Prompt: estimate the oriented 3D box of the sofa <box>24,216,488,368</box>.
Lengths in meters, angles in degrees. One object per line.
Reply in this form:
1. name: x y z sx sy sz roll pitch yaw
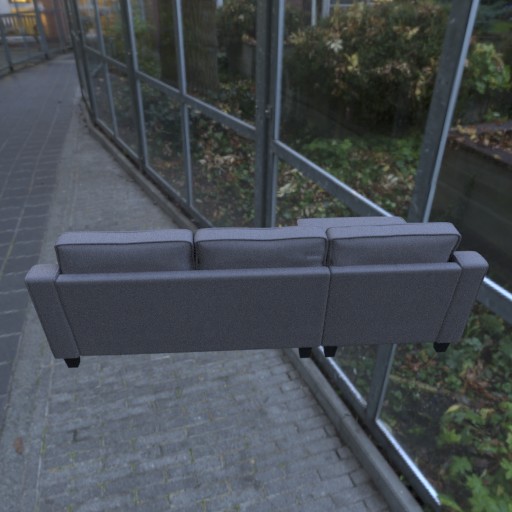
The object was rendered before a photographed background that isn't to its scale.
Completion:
1. sofa: 0.000 0.000 3.116 2.561 0.928 1.294 -2 31 -3
